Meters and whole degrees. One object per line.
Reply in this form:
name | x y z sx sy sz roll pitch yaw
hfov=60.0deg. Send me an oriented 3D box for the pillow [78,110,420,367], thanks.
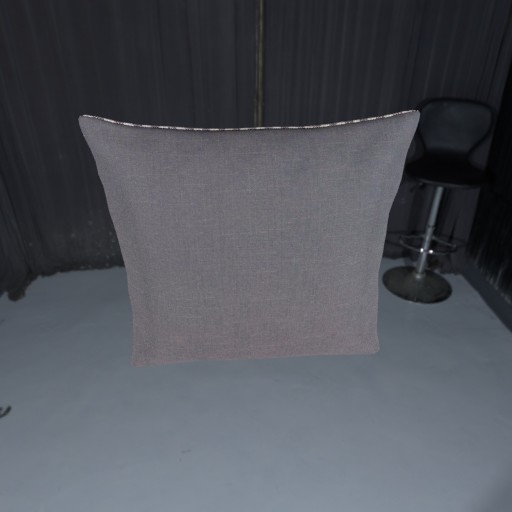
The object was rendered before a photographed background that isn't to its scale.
pillow | 0.000 0.000 0.798 0.523 0.506 0.166 -2 30 -4
